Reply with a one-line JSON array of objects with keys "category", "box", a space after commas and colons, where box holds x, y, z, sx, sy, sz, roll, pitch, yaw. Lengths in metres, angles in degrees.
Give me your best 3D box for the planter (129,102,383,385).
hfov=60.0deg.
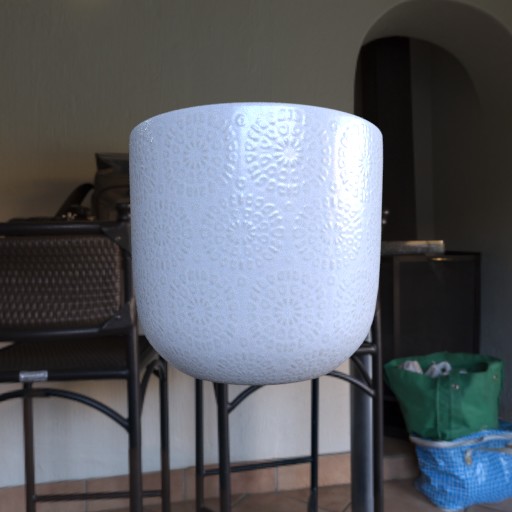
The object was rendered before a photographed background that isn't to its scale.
[{"category": "planter", "box": [0.000, 0.000, 0.377, 0.208, 0.190, 0.208, 0, -1, 0]}]
